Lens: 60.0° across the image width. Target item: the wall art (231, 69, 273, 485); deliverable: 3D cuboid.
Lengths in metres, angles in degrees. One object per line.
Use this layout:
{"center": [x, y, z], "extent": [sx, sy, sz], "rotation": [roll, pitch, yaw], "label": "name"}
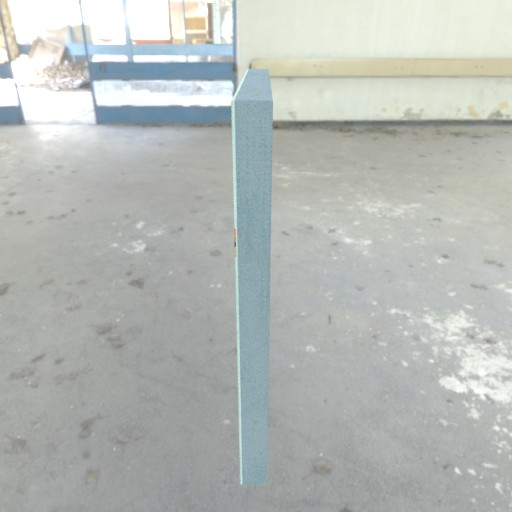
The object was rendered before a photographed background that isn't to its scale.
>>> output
{"center": [0.000, 0.000, 0.686], "extent": [0.037, 0.509, 0.409], "rotation": [0, 26, 1], "label": "wall art"}
